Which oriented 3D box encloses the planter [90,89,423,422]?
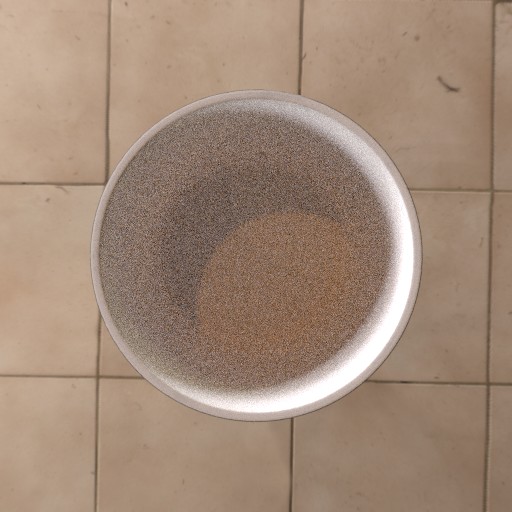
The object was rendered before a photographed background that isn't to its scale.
[{"bbox_3d":[0.000,0.000,0.315,0.178,0.157,0.178,0,90,0],"label":"planter"}]
